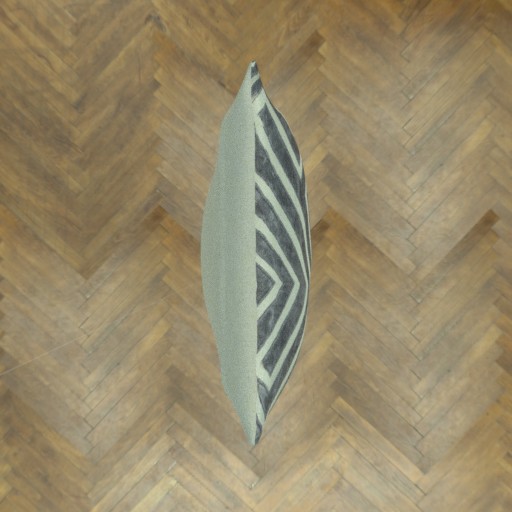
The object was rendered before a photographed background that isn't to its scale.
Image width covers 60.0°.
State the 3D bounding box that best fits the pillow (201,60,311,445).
[{"bbox_3d":[0.000,0.000,0.705,0.182,0.441,0.440,0,90,0],"label":"pillow"}]
